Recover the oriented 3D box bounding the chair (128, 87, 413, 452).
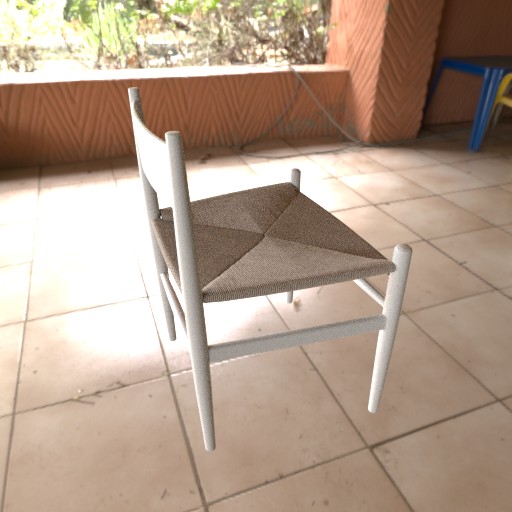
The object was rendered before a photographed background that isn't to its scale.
[{"bbox_3d":[0.000,0.000,1.114,0.495,0.762,0.556,-11,32,-18],"label":"chair"}]
